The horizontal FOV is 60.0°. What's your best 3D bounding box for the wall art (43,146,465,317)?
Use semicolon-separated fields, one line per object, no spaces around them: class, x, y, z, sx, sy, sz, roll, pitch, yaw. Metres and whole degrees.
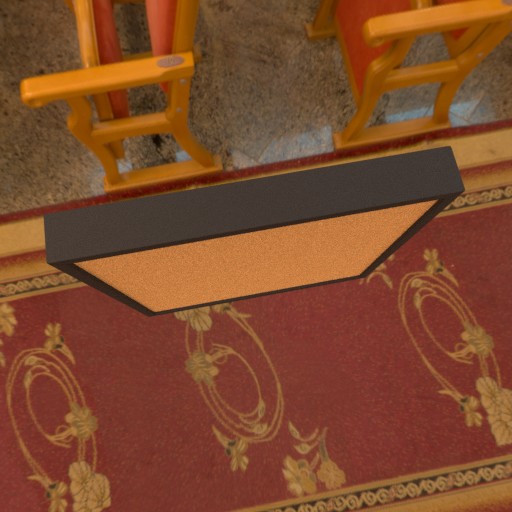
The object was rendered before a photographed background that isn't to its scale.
wall art;0.000;0.000;0.468;0.305;0.305;0.037;-10;75;-3
